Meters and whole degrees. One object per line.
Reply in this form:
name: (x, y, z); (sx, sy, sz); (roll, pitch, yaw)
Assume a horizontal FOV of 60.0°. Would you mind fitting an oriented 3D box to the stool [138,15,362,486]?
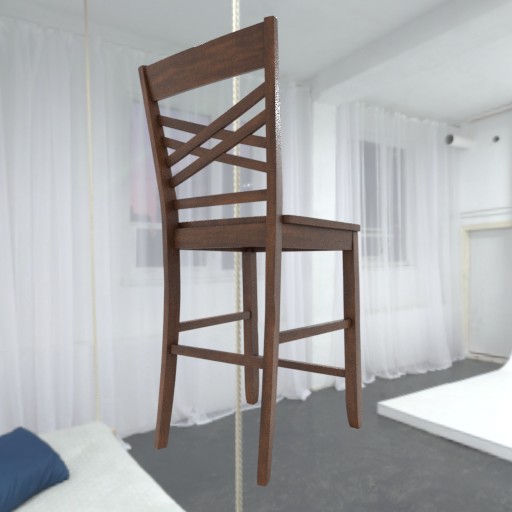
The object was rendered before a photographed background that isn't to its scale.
stool: (0.000, 0.000, 1.328); (0.462, 1.079, 0.539); (-1, -1, 36)
